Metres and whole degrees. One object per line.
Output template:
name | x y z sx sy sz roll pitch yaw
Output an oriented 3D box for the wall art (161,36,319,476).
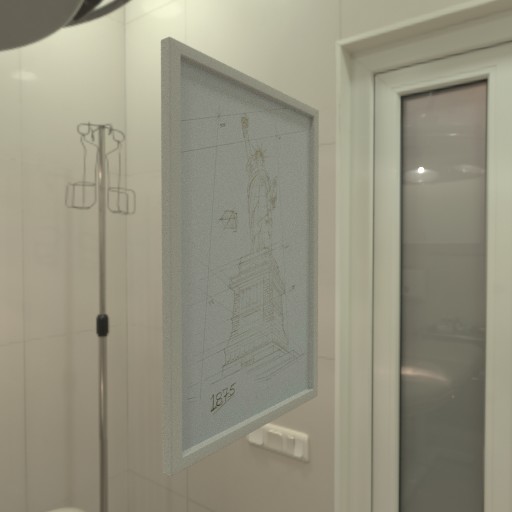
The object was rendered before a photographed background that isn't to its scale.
wall art | 0.000 0.000 1.521 0.038 1.183 0.808 1 2 37
